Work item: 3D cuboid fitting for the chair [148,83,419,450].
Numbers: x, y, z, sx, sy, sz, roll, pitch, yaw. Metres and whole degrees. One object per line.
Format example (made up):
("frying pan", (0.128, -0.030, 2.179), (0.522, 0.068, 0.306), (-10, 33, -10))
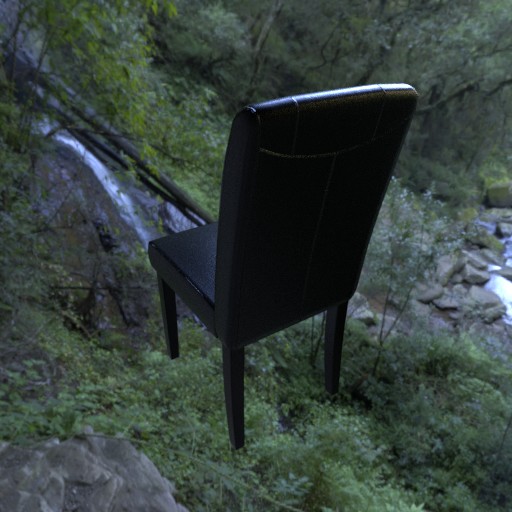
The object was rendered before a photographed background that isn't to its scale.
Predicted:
("chair", (0.000, 0.000, 1.161), (0.399, 0.897, 0.556), (-18, 35, -29))
